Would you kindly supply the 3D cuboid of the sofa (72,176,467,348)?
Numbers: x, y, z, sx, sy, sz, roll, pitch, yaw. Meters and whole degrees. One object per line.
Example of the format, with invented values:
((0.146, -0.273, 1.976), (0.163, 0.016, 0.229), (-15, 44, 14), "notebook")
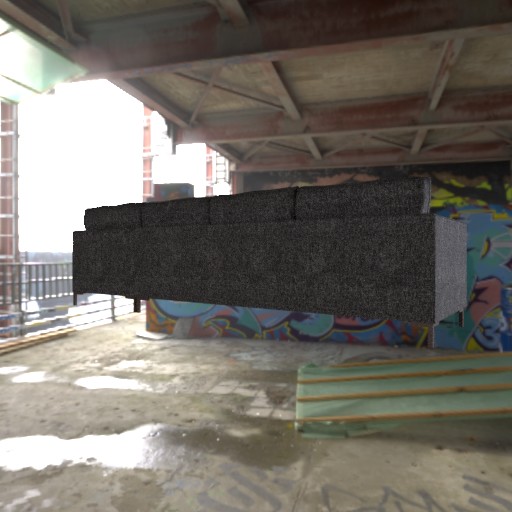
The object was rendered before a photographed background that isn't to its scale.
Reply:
((0.000, 0.000, 3.947), (3.384, 0.970, 1.488), (0, 1, 35), "sofa")
